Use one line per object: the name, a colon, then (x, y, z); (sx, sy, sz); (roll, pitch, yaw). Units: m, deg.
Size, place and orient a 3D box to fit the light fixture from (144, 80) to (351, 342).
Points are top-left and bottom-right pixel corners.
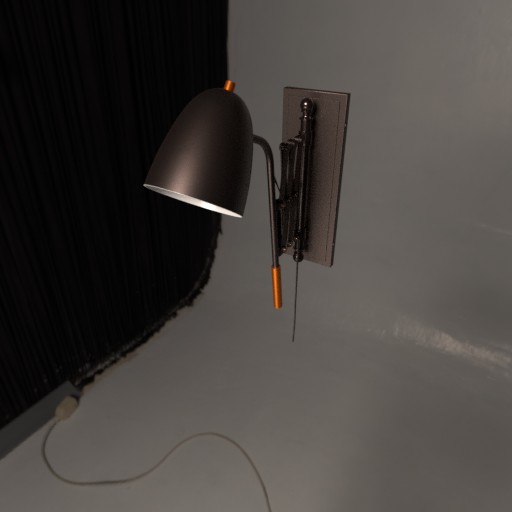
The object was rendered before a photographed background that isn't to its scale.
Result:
light fixture: (0.000, 0.000, 0.932); (0.162, 0.715, 0.499); (18, 35, 28)
